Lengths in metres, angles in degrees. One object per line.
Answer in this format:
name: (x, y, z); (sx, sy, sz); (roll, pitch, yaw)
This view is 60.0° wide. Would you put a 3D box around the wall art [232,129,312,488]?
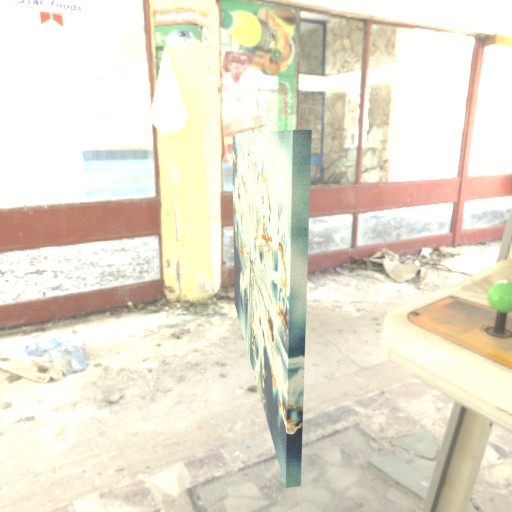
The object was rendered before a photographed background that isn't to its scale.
wall art: (0.000, 0.000, 1.427); (0.035, 0.759, 1.138); (-2, 15, -8)
